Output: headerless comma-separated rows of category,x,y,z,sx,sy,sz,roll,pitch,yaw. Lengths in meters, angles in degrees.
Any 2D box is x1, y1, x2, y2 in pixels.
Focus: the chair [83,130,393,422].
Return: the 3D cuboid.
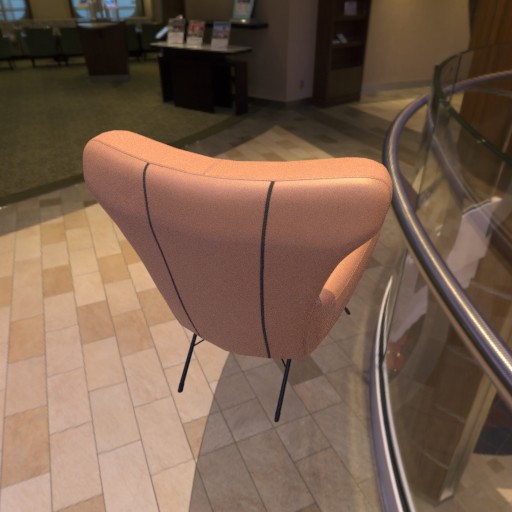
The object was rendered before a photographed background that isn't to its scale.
chair,0.000,0.000,1.781,0.980,1.050,0.900,11,33,17
